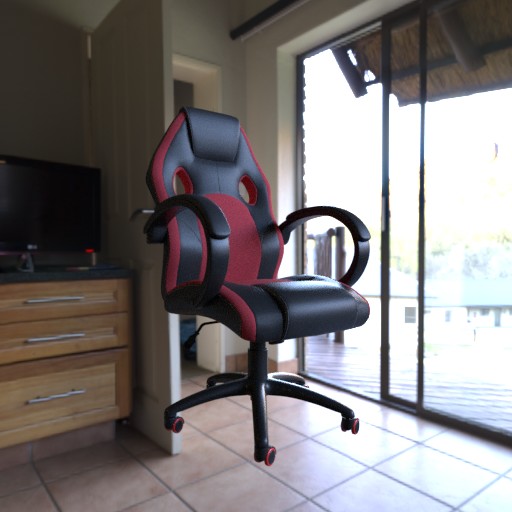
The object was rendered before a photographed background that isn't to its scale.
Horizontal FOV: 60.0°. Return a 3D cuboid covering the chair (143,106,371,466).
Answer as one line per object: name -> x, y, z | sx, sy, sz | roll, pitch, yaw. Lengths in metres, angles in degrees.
chair -> 0.000, 0.000, 1.587 | 0.673, 1.187, 0.724 | -1, 1, -37
